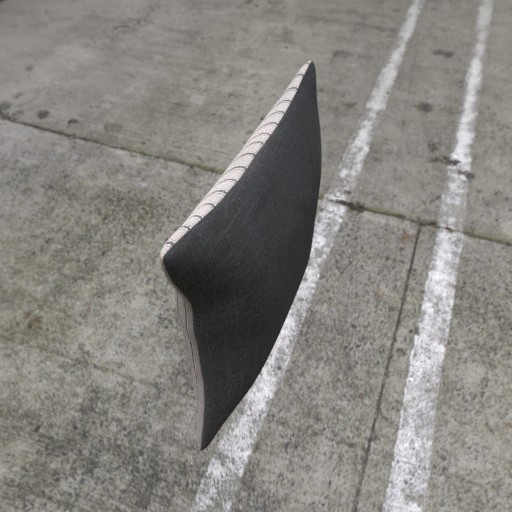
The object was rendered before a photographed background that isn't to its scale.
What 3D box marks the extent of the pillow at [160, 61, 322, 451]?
[{"bbox_3d":[0.000,0.000,0.694,0.138,0.444,0.468,16,48,15],"label":"pillow"}]
